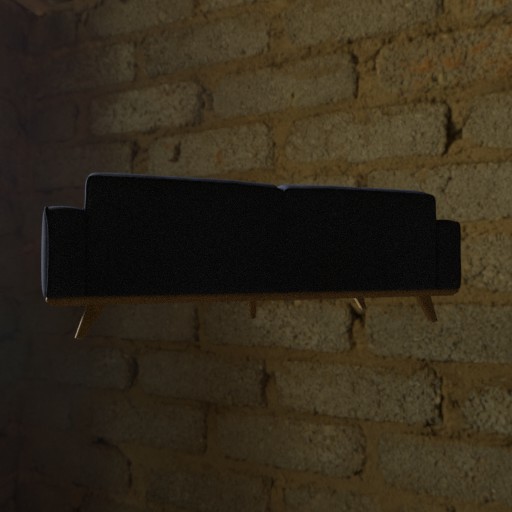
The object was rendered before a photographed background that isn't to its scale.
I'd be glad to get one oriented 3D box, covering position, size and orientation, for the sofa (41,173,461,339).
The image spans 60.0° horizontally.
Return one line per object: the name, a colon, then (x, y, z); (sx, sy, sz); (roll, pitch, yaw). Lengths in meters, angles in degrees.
sofa: (0.000, 0.000, 2.691); (2.270, 0.782, 0.953); (0, -1, -17)
